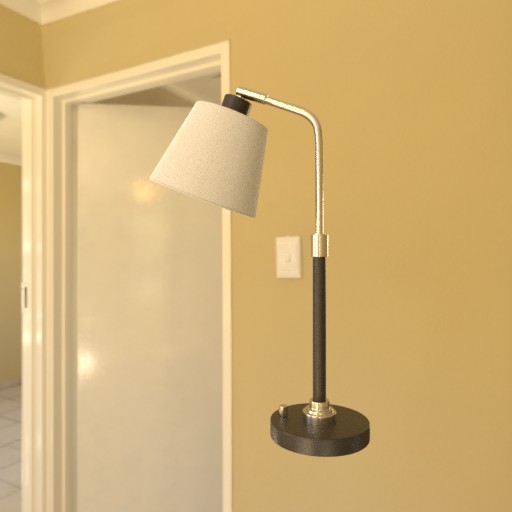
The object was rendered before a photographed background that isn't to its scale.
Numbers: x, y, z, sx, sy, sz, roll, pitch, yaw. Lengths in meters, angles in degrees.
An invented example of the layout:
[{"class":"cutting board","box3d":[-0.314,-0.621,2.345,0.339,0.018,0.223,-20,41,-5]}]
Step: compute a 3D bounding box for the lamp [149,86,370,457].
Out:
[{"class":"lamp","box3d":[0.000,0.000,0.697,0.348,0.539,0.181,0,0,17]}]
